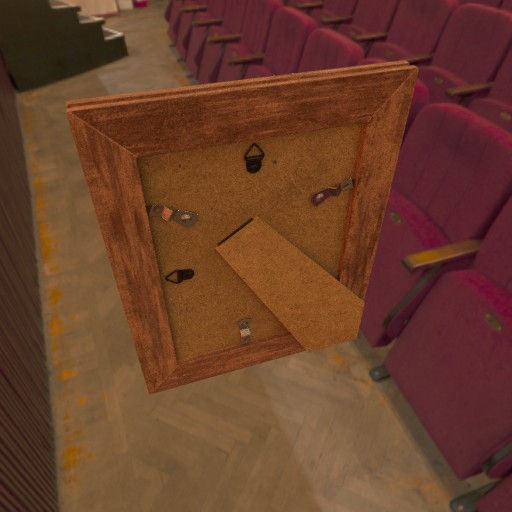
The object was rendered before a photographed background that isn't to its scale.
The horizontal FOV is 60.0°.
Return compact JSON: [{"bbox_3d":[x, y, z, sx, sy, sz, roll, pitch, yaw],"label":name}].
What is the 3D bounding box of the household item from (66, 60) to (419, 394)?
[{"bbox_3d":[0.000,0.000,0.306,0.186,0.237,0.018,-12,43,-14],"label":"household item"}]
